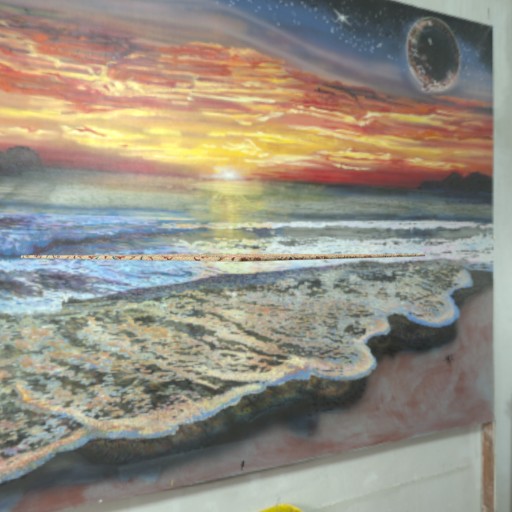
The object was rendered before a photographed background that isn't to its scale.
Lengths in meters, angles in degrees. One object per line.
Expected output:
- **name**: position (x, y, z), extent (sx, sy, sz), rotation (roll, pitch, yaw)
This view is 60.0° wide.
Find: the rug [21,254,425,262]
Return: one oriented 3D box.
- **rug**: position (0.000, 0.000, 2.329), extent (1.226, 0.013, 1.838), rotation (0, 1, 36)
